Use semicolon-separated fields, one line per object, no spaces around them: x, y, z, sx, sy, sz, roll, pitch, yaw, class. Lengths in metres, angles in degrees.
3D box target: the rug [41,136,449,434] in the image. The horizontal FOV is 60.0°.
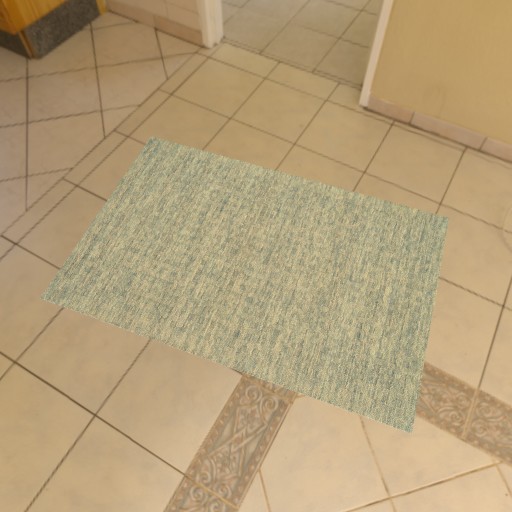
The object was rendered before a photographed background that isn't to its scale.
0.000;0.000;2.219;1.752;0.006;1.142;17;60;10;rug
